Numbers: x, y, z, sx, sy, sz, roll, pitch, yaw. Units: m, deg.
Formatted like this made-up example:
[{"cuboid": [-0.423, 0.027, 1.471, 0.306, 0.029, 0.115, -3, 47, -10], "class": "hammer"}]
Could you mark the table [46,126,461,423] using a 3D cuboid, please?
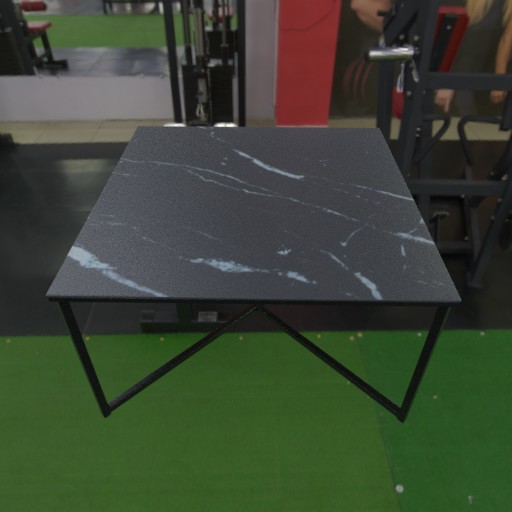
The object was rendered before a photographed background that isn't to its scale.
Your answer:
[{"cuboid": [0.000, 0.000, 1.303, 0.800, 0.450, 0.800, 1, 39, 1], "class": "table"}]
